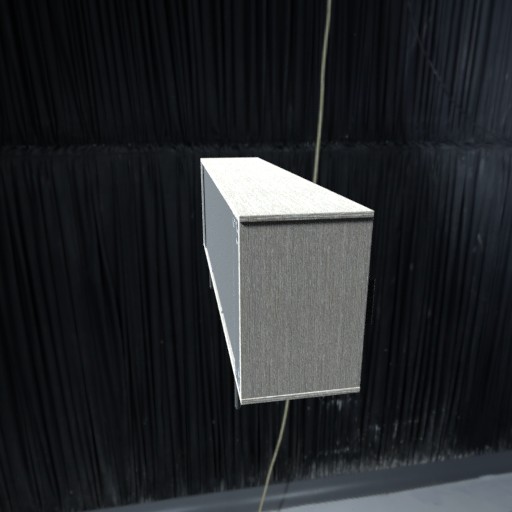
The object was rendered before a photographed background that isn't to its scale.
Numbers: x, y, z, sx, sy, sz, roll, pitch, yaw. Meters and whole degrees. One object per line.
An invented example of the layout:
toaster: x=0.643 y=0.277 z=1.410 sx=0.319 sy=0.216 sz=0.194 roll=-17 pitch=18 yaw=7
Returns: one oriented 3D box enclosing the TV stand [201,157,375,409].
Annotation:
TV stand: x=0.000 y=0.000 z=2.147 sx=0.405 sy=0.787 sz=1.804 roll=-3 pitch=17 yaw=-9
